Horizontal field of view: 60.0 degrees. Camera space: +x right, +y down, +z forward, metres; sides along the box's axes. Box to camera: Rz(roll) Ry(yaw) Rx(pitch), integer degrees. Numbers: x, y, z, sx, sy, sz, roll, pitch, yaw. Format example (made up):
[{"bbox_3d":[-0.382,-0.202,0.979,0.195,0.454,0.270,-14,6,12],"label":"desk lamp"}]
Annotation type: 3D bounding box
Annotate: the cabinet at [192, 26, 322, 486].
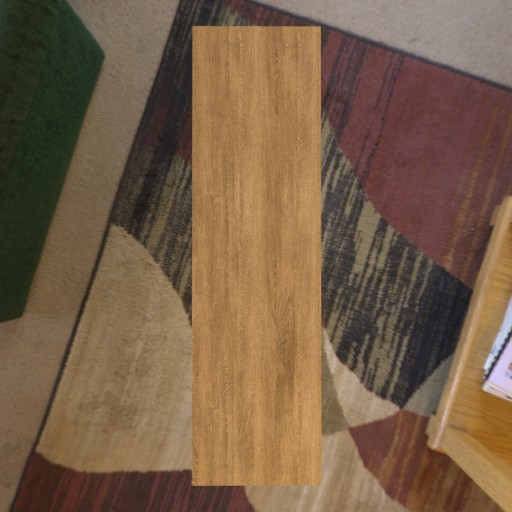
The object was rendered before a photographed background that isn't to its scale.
[{"bbox_3d":[0.000,0.000,1.980,0.450,0.870,1.600,0,89,0],"label":"cabinet"}]
